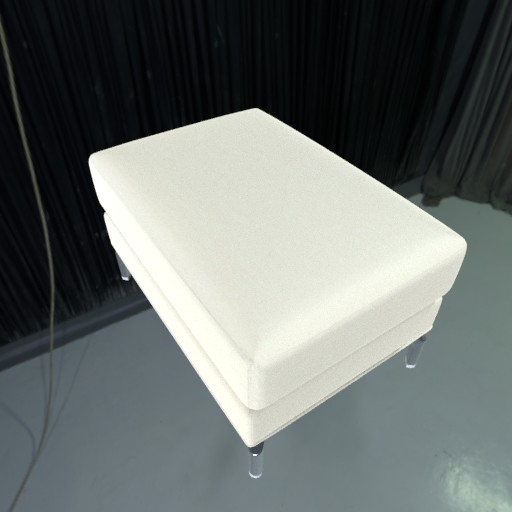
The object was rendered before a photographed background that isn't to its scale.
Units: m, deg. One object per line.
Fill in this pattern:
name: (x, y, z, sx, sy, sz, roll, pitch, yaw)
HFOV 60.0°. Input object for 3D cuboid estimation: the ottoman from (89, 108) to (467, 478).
ottoman: (0.000, 0.000, 1.216, 0.581, 0.497, 0.835, -24, 47, -25)
